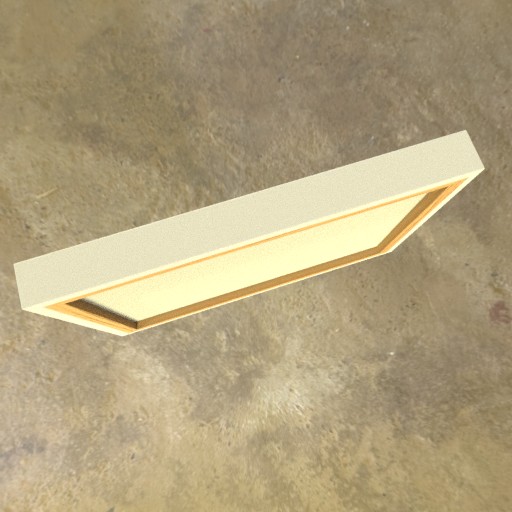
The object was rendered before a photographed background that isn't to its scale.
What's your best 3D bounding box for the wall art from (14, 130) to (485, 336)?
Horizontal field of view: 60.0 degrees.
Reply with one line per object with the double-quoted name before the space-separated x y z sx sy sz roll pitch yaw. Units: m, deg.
"wall art" 0.000 0.000 0.477 0.381 0.259 0.038 -17 76 -4
